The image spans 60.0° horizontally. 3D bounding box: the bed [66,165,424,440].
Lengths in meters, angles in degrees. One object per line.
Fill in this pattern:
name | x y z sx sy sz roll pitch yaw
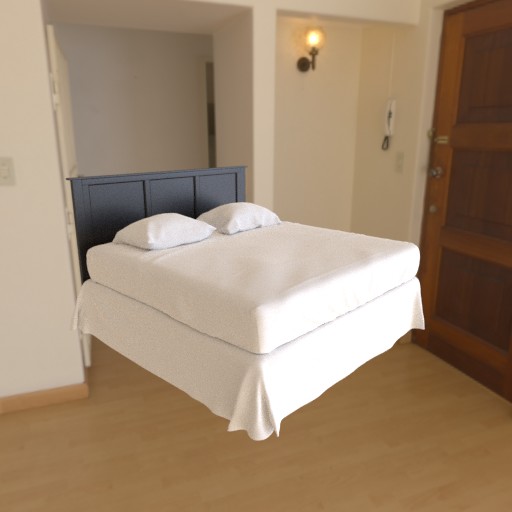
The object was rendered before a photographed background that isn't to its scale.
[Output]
bed | 0.000 0.000 3.660 2.219 1.271 2.315 14 21 42
